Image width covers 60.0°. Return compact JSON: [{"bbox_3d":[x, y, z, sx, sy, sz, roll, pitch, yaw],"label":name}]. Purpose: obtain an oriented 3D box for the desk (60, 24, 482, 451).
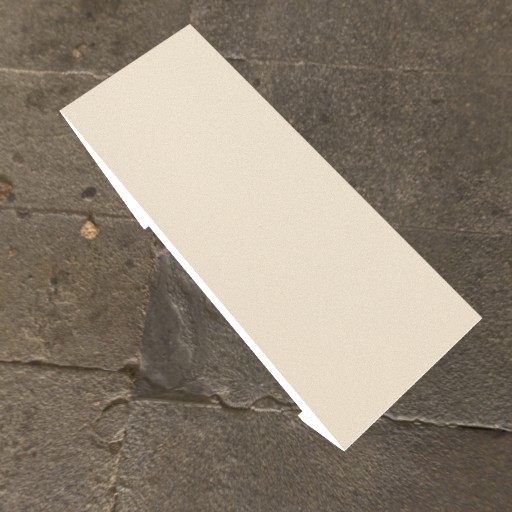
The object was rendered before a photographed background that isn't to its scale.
[{"bbox_3d":[0.000,0.000,1.383,0.400,0.790,1.000,-39,77,-11],"label":"desk"}]
